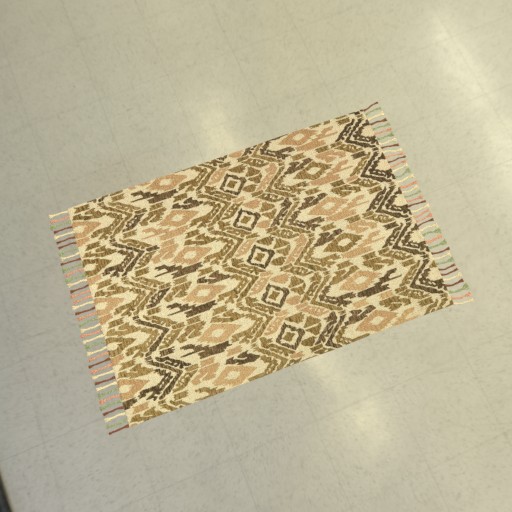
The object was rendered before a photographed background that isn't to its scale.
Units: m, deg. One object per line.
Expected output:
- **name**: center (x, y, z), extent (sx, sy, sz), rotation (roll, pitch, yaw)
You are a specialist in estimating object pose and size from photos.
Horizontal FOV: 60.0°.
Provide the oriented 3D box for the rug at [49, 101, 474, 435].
- **rug**: center (0.000, 0.000, 2.906), extent (2.438, 0.008, 1.524), rotation (-20, 78, -4)
